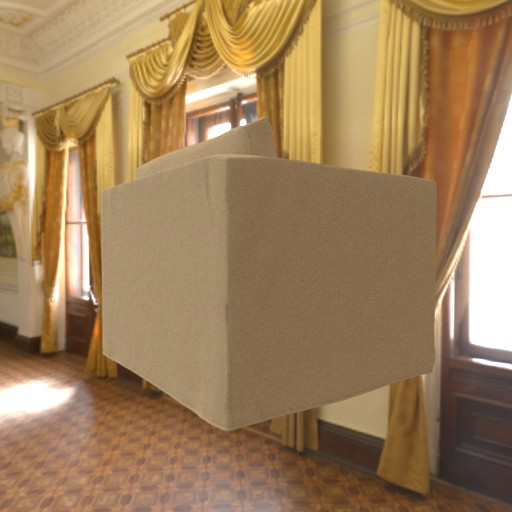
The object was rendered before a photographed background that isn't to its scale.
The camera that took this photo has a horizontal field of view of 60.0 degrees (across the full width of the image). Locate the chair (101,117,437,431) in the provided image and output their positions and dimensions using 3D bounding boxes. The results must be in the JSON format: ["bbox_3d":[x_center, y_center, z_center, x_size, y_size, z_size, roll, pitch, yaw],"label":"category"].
[{"bbox_3d":[0.000,0.000,1.779,0.947,0.851,1.057,-1,2,-36],"label":"chair"}]
